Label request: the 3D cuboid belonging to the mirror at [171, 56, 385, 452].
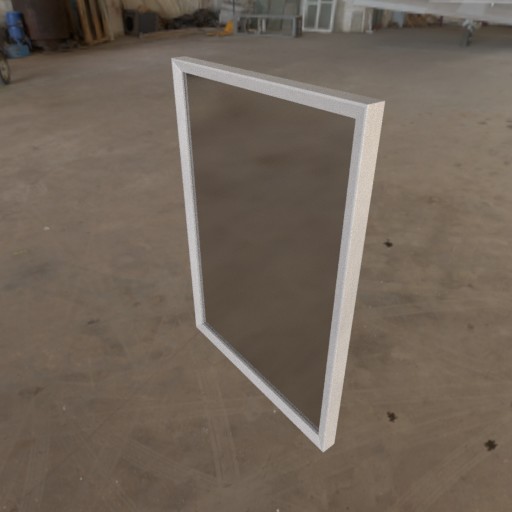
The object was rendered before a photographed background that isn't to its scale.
[{"bbox_3d":[0.000,0.000,0.924,0.039,0.710,0.507,-22,38,-32],"label":"mirror"}]
